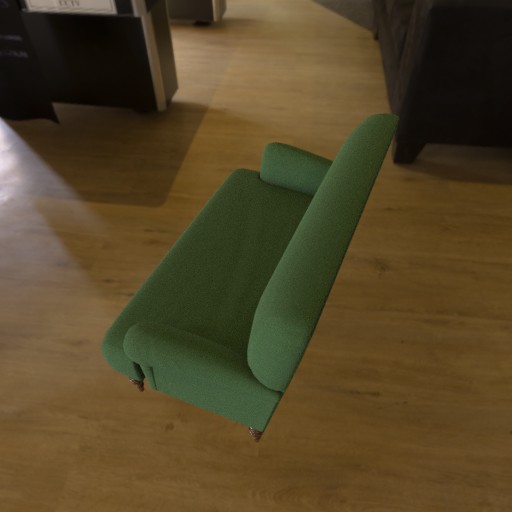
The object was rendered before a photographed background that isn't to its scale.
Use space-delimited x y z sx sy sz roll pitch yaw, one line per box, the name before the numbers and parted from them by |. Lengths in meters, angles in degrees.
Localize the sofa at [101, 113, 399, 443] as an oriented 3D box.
sofa | 0.000 0.000 1.844 0.779 0.889 1.297 18 49 16
